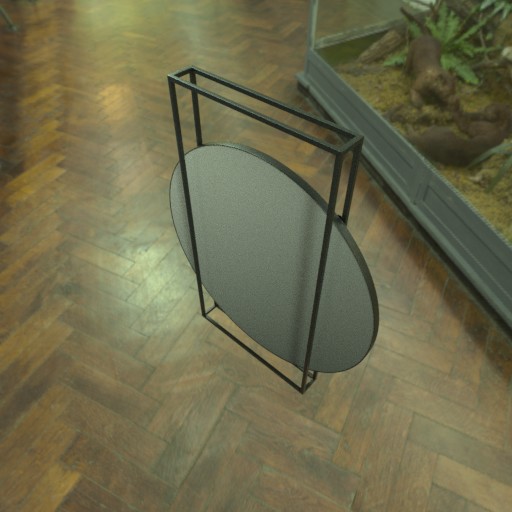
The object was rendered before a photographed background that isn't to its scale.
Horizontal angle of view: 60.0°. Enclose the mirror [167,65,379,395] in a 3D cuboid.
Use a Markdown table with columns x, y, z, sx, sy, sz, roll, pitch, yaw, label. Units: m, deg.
| x | y | z | sx | sy | sz | roll | pitch | yaw | label |
| --- | --- | --- | --- | --- | --- | --- | --- | --- | --- |
| 0.000 | 0.000 | 0.823 | 0.508 | 0.603 | 0.051 | 33 | 54 | 28 | mirror |
